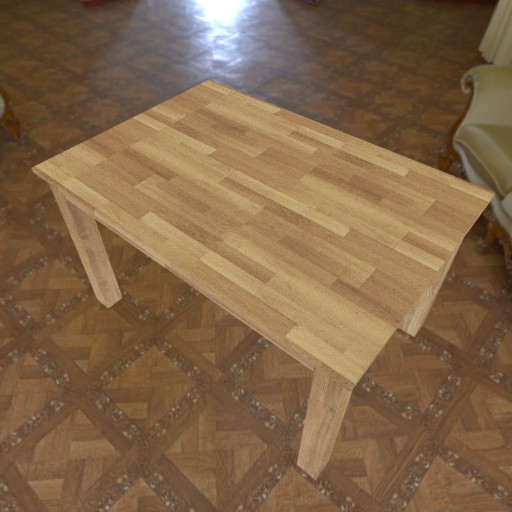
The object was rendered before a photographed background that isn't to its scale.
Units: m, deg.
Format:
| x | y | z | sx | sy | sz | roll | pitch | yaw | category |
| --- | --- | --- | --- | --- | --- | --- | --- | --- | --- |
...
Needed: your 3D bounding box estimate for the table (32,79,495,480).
| x | y | z | sx | sy | sz | roll | pitch | yaw | category |
| --- | --- | --- | --- | --- | --- | --- | --- | --- | --- |
| 0.000 | 0.000 | 1.777 | 1.300 | 0.750 | 0.900 | 31 | 54 | 26 | table |
